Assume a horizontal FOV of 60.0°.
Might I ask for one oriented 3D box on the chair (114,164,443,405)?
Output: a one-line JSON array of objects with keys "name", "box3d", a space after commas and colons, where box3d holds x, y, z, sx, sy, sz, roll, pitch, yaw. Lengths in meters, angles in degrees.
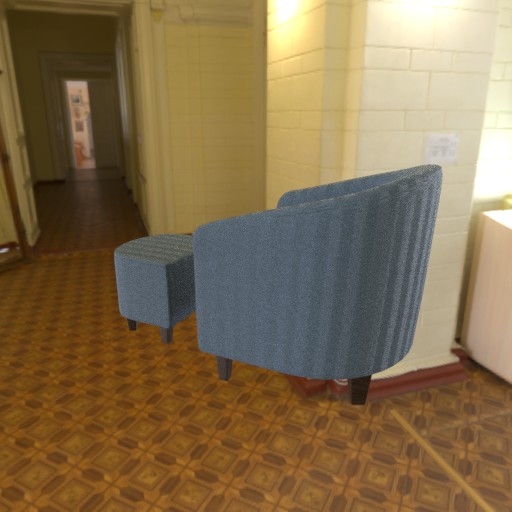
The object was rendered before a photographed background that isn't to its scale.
[{"name": "chair", "box3d": [0.000, 0.000, 1.746, 1.288, 0.757, 0.756, 8, 19, 25]}]
